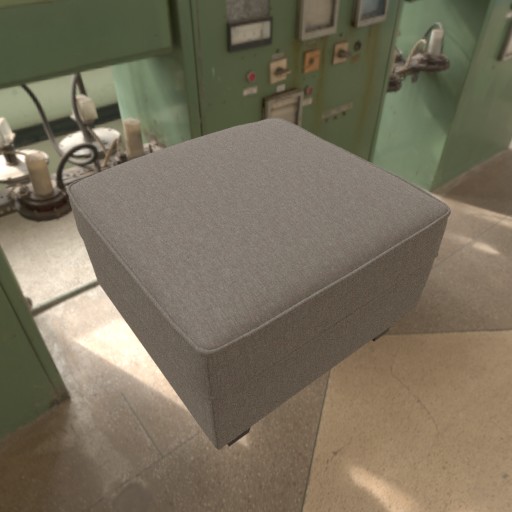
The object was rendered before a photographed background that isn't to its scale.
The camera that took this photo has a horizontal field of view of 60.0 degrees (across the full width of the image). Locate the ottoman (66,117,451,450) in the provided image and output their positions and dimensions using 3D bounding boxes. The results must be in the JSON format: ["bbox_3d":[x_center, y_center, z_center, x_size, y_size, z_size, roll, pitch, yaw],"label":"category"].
[{"bbox_3d":[0.000,0.000,1.421,0.871,0.612,0.808,-27,47,-27],"label":"ottoman"}]
